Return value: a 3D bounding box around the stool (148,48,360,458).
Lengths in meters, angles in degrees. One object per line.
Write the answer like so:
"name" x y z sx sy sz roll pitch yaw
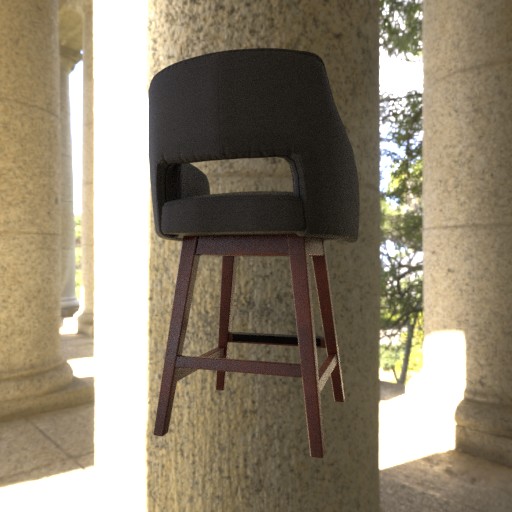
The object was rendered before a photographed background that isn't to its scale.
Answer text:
"stool" 0.000 0.000 1.237 0.548 0.912 0.558 0 0 18
